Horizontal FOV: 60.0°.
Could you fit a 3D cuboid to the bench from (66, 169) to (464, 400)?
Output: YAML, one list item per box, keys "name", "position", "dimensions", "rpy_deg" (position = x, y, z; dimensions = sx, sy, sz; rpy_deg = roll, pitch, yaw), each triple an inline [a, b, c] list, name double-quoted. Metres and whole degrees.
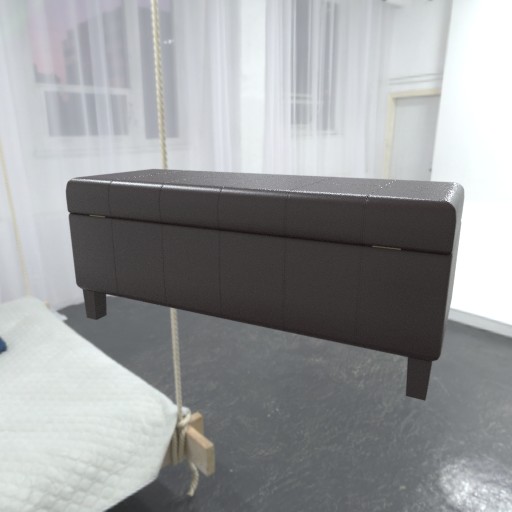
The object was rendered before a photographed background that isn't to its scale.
- name: "bench"
  position: [0.000, 0.000, 1.339]
  dimensions: [1.092, 0.457, 0.429]
  rpy_deg: [8, 17, 25]
